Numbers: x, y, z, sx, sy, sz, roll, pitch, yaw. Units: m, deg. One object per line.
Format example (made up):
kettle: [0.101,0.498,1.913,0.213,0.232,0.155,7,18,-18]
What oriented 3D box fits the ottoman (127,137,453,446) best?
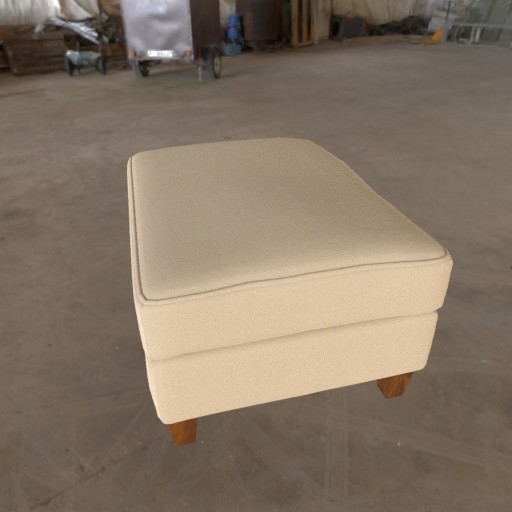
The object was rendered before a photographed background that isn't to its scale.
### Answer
ottoman: [0.000,0.000,1.223,0.634,0.485,0.818,-8,32,-13]
